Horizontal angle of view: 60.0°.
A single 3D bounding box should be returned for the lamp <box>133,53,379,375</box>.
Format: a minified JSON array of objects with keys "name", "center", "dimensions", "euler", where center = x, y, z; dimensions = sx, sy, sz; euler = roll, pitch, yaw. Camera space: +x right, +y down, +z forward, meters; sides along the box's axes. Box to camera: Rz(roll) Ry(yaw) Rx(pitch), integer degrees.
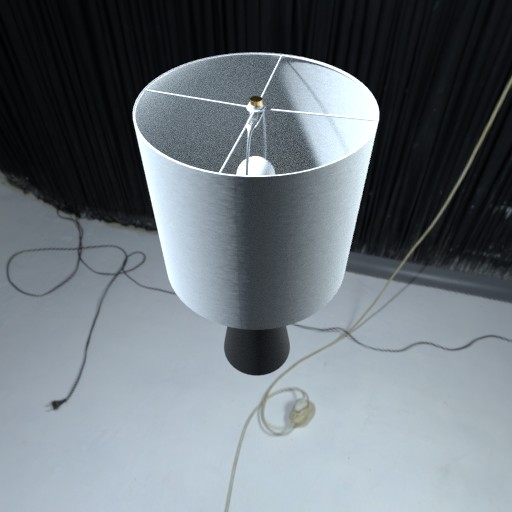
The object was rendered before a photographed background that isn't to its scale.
[{"name":"lamp","center":[0.000,0.000,0.771],"dimensions":[0.308,0.580,0.308],"euler":[11,48,10]}]
